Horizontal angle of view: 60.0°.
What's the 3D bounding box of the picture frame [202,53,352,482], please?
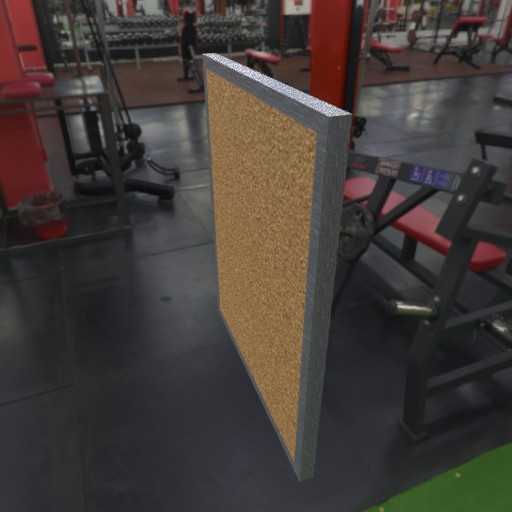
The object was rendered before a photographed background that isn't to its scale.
[{"bbox_3d":[0.000,0.000,0.729,0.029,0.559,0.454,-11,33,-17],"label":"picture frame"}]
